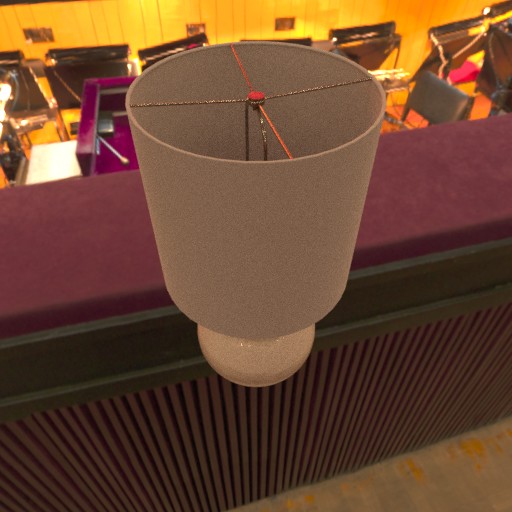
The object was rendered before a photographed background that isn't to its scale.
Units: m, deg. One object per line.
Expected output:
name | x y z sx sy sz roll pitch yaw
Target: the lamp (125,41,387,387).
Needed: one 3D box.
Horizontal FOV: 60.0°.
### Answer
lamp | 0.000 0.000 0.519 0.217 0.404 0.217 -10 47 -9
